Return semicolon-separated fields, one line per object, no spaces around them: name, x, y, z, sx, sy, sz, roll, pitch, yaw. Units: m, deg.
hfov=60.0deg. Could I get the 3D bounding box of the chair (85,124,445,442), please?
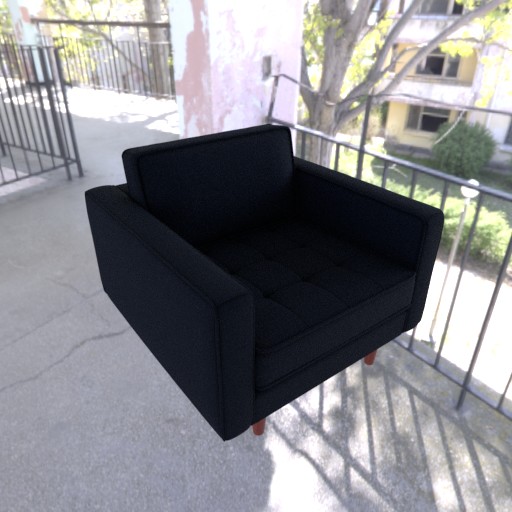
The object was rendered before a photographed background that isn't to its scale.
chair;0.000;0.000;1.601;0.899;0.770;0.920;-20;35;-31
